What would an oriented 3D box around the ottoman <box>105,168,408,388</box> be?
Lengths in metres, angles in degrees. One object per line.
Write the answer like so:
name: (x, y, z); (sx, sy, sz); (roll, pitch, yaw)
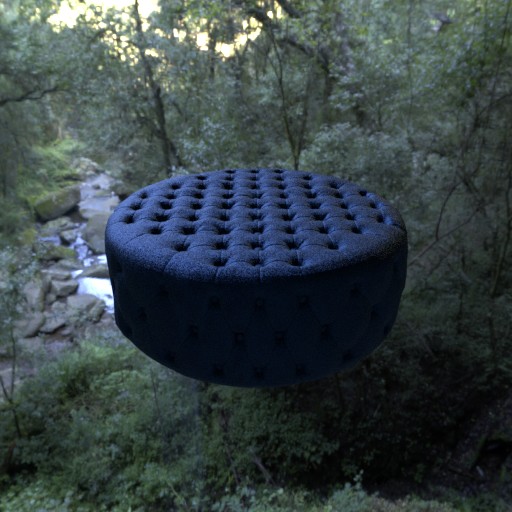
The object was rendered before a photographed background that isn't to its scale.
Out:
ottoman: (0.000, 0.000, 1.560); (0.998, 0.398, 0.998); (0, 27, 0)
